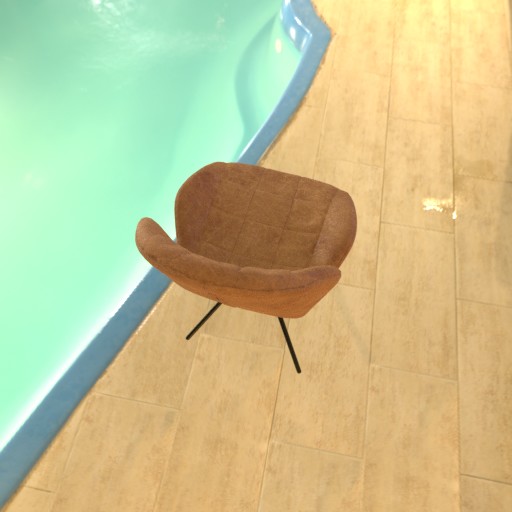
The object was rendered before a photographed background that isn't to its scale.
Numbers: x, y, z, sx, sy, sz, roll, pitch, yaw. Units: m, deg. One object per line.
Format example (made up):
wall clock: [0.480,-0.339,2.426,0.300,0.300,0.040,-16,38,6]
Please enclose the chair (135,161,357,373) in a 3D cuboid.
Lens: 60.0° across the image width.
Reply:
chair: [0.000,0.000,1.324,0.527,0.929,0.640,15,62,8]
